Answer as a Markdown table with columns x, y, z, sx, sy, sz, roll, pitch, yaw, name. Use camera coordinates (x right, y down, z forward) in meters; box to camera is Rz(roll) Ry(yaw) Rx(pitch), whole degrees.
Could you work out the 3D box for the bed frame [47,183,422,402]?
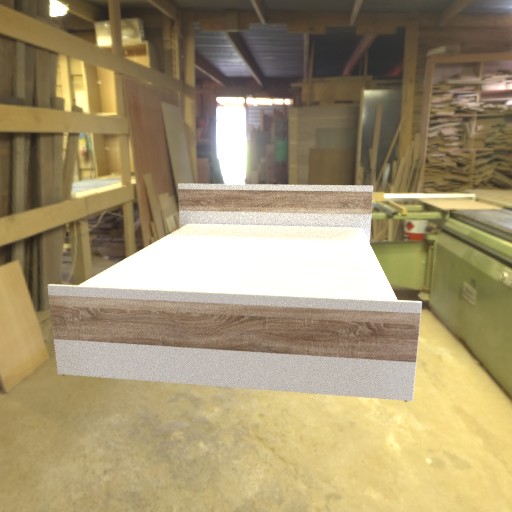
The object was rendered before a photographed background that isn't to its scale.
| x | y | z | sx | sy | sz | roll | pitch | yaw | name |
| --- | --- | --- | --- | --- | --- | --- | --- | --- | --- |
| 0.000 | 0.000 | 3.008 | 1.720 | 0.800 | 2.060 | 2 | 14 | 8 | bed frame |
